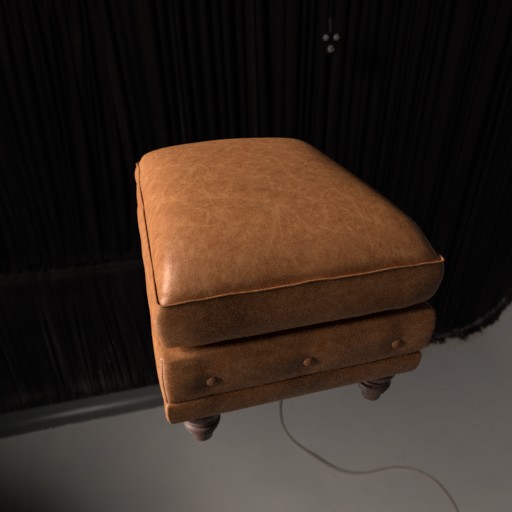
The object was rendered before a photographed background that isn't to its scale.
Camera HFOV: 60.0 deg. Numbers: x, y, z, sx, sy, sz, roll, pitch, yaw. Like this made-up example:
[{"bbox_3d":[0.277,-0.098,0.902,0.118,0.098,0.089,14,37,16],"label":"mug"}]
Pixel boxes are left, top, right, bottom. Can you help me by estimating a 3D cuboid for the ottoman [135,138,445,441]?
[{"bbox_3d":[0.000,0.000,1.081,0.533,0.480,0.710,-8,31,-14],"label":"ottoman"}]
